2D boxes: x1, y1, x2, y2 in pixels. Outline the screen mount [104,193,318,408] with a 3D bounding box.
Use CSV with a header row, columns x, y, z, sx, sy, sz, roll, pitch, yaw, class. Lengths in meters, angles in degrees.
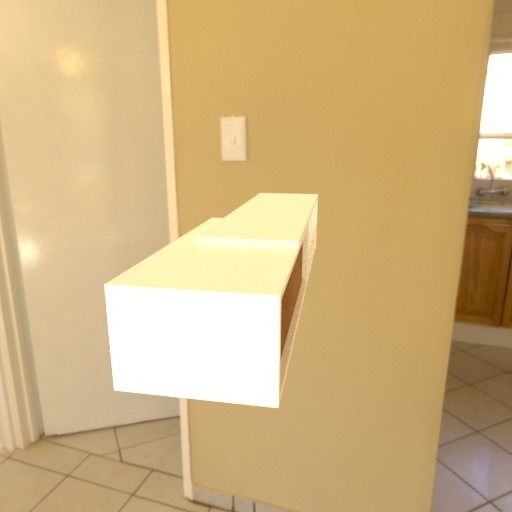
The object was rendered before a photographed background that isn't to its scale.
x,y,z,sx,sy,sz,roll,pitch,yaw,class
0.000,0.000,1.846,0.420,0.320,1.680,3,15,10,screen mount
